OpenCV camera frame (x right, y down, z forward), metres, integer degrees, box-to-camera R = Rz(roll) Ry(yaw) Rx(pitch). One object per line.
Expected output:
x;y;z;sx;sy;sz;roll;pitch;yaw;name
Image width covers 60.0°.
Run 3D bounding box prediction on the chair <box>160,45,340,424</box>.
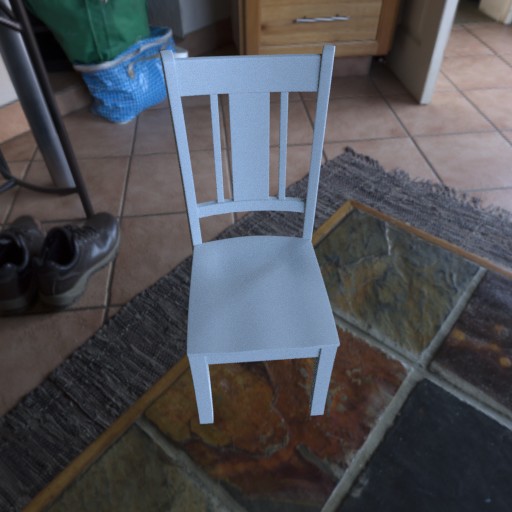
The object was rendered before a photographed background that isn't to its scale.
0.000;0.000;1.306;0.450;0.998;0.555;-3;45;-3;chair
